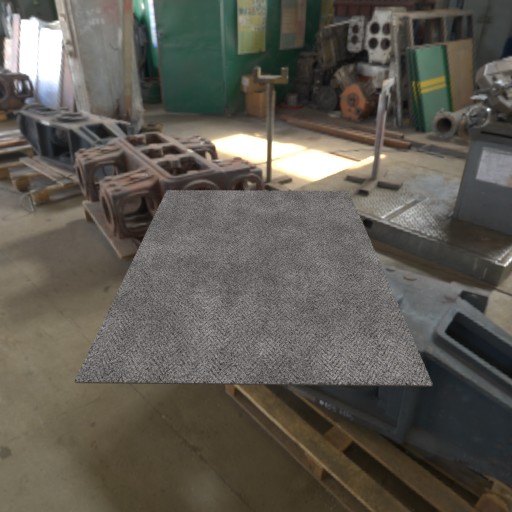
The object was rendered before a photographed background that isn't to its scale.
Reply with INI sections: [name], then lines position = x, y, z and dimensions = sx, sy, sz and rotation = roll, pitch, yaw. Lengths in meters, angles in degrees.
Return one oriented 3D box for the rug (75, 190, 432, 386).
[rug]
position = 0.000, 0.000, 2.935
dimensions = 1.600, 0.008, 2.235
rotation = 0, 31, 1
